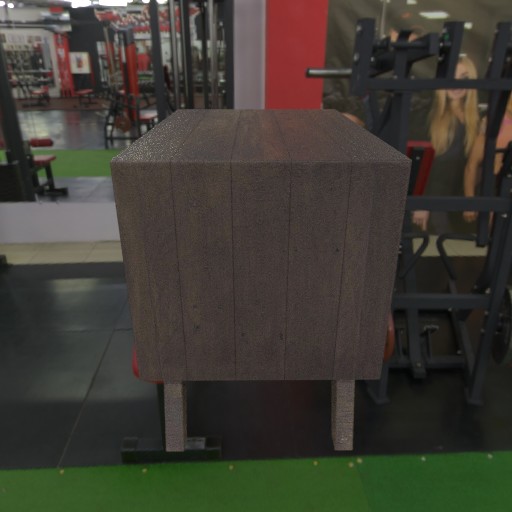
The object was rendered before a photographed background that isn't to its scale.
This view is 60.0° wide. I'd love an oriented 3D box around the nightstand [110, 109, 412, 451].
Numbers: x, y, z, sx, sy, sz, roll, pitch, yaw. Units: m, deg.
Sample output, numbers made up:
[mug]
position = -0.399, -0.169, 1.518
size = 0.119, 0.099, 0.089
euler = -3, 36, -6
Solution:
[nightstand]
position = 0.000, 0.000, 1.059
size = 0.450, 0.599, 0.650
euler = 0, 24, 0
